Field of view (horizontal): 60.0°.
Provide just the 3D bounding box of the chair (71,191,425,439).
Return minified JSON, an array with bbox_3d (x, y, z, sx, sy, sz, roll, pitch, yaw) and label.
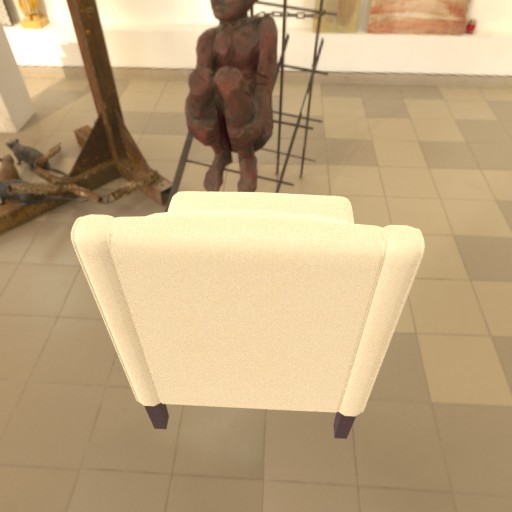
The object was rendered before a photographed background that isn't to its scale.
[{"bbox_3d":[0.000,0.000,1.404,0.689,0.886,0.806,2,46,2],"label":"chair"}]
